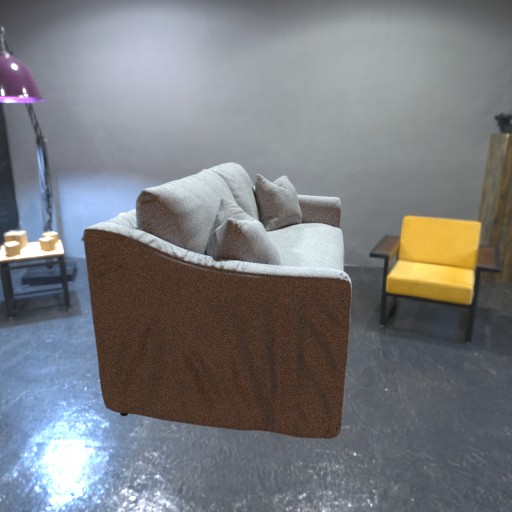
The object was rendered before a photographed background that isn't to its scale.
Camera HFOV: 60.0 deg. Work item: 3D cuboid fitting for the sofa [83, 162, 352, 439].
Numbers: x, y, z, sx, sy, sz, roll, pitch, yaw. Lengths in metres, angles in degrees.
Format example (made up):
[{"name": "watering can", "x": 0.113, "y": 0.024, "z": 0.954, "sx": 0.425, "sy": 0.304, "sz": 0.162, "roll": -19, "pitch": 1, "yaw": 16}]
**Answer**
[{"name": "sofa", "x": 0.000, "y": 0.000, "z": 2.666, "sx": 1.072, "sy": 1.018, "sz": 2.010, "roll": 3, "pitch": 17, "yaw": 9}]
